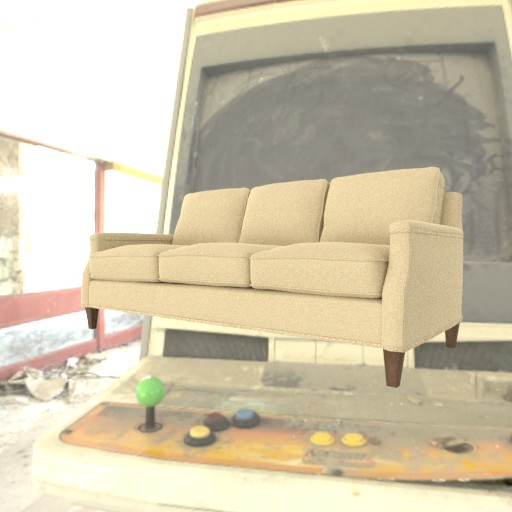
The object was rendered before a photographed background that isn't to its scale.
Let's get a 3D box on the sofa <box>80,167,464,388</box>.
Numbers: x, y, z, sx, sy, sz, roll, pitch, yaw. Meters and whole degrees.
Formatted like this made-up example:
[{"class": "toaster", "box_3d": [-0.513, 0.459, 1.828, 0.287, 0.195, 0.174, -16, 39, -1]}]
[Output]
[{"class": "sofa", "box_3d": [0.000, 0.000, 2.771, 2.246, 1.003, 1.084, 1, 1, 37]}]
